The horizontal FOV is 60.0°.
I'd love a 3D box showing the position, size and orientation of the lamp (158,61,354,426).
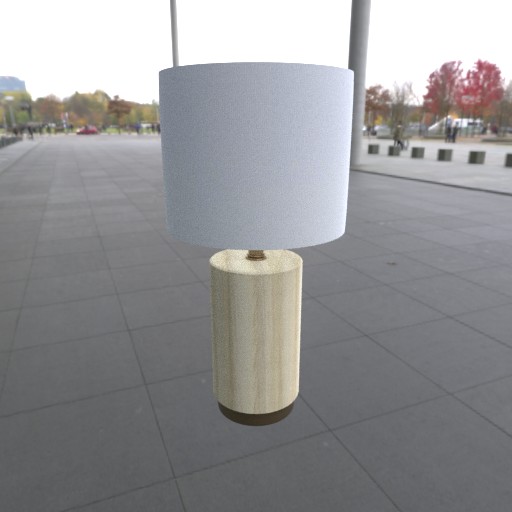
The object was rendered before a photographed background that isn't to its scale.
[{"bbox_3d":[0.000,0.000,0.585,0.228,0.444,0.228,-2,17,-7],"label":"lamp"}]
